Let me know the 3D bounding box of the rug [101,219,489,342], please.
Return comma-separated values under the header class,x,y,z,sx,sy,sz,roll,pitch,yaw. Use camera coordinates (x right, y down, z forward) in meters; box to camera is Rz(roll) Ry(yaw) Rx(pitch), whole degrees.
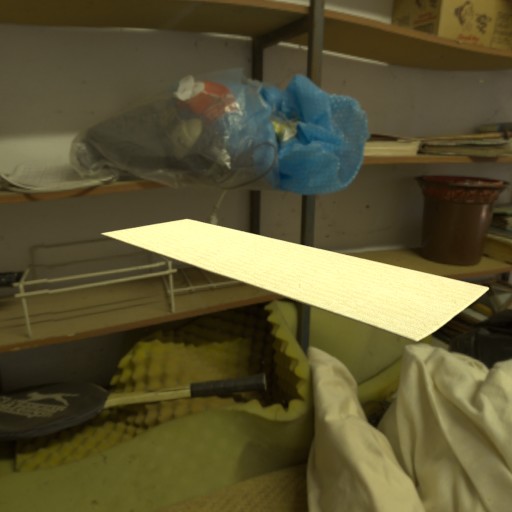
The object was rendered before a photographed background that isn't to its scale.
class,x,y,z,sx,sy,sz,roll,pitch,yaw
rug,0.000,0.000,2.708,2.450,0.014,0.793,15,22,43
